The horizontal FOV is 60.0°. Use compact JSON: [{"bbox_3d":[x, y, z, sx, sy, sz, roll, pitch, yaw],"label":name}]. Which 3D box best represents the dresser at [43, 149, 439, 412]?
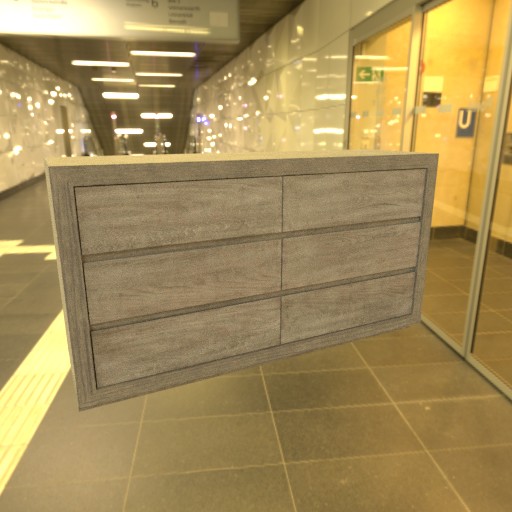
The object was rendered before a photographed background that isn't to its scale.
[{"bbox_3d":[0.000,0.000,2.004,1.628,0.889,0.483,-8,18,-25],"label":"dresser"}]
